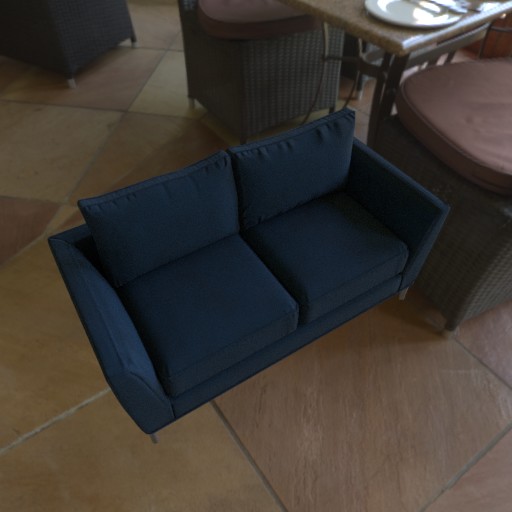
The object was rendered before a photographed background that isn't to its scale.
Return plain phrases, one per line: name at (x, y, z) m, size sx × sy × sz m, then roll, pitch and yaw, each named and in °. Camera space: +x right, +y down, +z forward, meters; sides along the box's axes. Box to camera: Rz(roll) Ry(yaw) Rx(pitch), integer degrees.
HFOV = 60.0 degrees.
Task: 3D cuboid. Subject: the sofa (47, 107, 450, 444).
sofa at (0.000, 0.000, 2.300) m, size 1.770 × 1.002 × 0.853 m, roll -25°, pitch 52°, yaw -21°
